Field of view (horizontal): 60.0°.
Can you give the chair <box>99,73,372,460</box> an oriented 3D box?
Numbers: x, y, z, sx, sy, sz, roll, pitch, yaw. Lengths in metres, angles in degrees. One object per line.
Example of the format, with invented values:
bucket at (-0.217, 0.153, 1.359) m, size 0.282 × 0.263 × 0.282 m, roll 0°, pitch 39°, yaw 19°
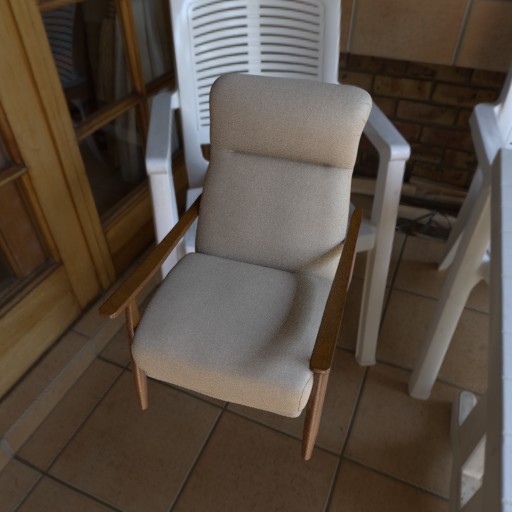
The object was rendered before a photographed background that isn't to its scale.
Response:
chair at (0.000, 0.000, 1.776) m, size 0.762 × 1.082 × 1.030 m, roll 12°, pitch 42°, yaw 13°
